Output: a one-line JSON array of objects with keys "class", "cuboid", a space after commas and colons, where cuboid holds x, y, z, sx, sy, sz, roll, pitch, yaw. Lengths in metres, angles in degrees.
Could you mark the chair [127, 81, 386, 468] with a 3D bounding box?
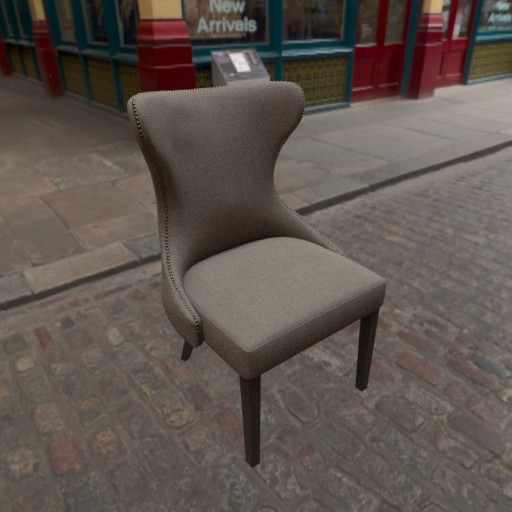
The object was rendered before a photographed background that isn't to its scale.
[{"class": "chair", "cuboid": [0.000, 0.000, 1.400, 0.628, 0.967, 0.635, -21, 35, -33]}]
